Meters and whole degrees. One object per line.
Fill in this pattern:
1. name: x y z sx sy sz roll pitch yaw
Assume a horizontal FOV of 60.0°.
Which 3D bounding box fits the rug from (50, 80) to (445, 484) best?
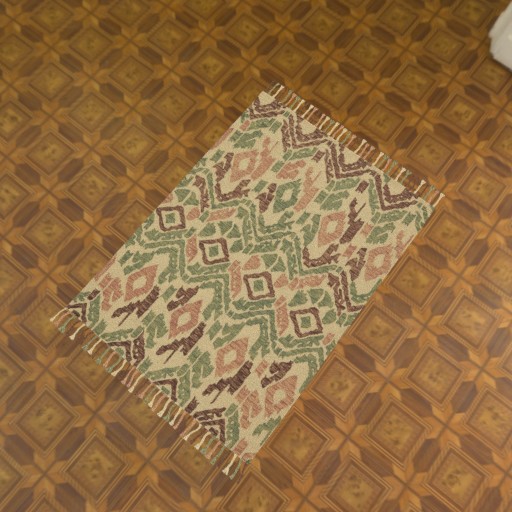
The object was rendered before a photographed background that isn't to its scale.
1. rug: 0.000 0.000 2.321 1.219 0.010 1.829 37 78 9
